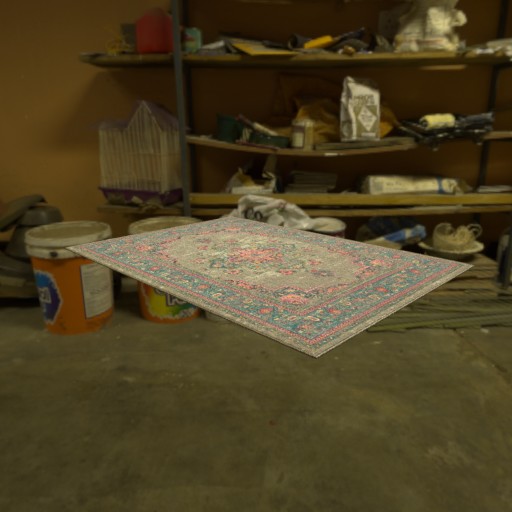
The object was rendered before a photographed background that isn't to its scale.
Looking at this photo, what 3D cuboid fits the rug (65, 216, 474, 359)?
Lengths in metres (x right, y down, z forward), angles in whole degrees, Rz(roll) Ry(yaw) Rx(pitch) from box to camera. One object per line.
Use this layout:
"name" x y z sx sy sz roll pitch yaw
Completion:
"rug" 0.000 0.000 2.934 2.214 0.013 1.609 15 22 42
